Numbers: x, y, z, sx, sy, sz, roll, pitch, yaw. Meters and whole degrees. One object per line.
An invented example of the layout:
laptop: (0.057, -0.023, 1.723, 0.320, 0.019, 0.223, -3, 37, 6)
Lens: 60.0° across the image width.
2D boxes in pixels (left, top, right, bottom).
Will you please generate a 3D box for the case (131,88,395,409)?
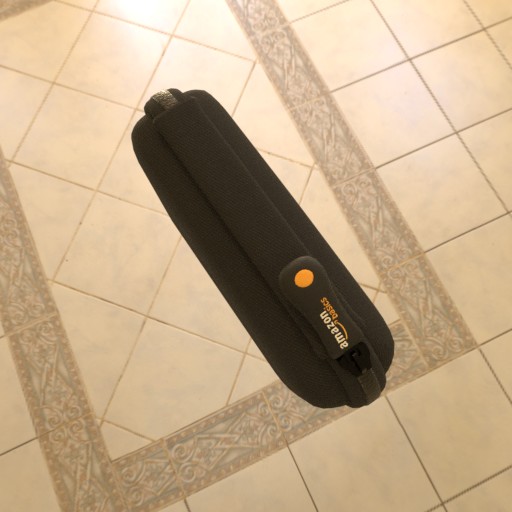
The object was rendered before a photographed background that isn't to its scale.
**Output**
case: (0.000, 0.000, 0.178, 0.038, 0.105, 0.132, -34, 78, -8)
